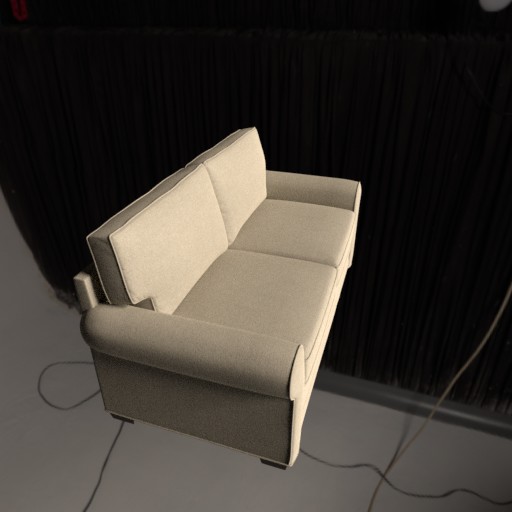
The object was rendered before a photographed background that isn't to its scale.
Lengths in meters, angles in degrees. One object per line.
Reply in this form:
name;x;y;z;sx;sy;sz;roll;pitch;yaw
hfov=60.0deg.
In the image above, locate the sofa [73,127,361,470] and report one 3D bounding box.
sofa;0.000;0.000;2.273;0.861;0.933;1.774;9;31;16
